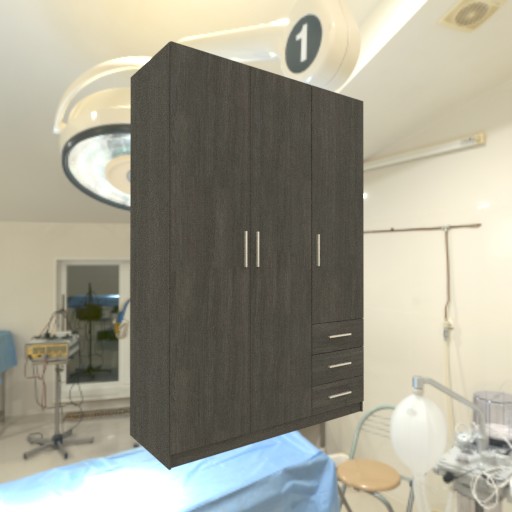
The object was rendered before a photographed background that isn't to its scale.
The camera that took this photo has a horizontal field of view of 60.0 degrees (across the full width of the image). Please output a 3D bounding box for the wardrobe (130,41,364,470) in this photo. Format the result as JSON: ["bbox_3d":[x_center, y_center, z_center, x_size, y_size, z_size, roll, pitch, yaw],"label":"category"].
[{"bbox_3d":[0.000,0.000,2.541,1.290,1.910,0.510,0,0,-36],"label":"wardrobe"}]
